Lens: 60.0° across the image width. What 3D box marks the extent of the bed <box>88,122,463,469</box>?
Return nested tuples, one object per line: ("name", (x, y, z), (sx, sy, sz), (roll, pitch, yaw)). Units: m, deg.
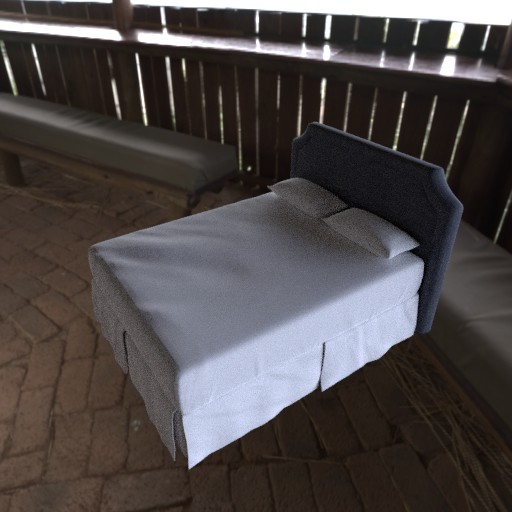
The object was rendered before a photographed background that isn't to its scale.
("bed", (0.000, 0.000, 3.168), (2.116, 1.290, 1.693), (-20, 38, -28))
